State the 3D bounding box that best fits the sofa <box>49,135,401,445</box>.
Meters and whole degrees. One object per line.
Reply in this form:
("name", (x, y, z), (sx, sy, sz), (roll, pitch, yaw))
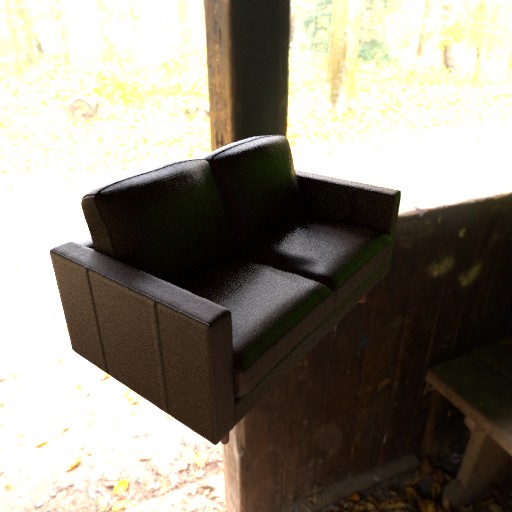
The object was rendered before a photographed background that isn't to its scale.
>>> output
("sofa", (0.000, 0.000, 2.195), (0.909, 0.951, 1.578), (19, 32, 32))
